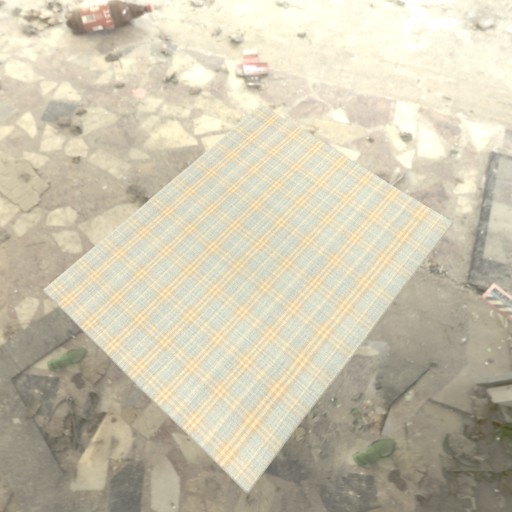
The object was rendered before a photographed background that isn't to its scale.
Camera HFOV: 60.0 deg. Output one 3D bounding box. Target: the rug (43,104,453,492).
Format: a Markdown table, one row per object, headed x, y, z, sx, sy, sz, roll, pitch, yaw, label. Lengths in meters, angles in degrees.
| x | y | z | sx | sy | sz | roll | pitch | yaw | label |
| --- | --- | --- | --- | --- | --- | --- | --- | --- | --- |
| 0.000 | 0.000 | 4.145 | 2.462 | 0.030 | 3.066 | 37 | 68 | 18 | rug |
